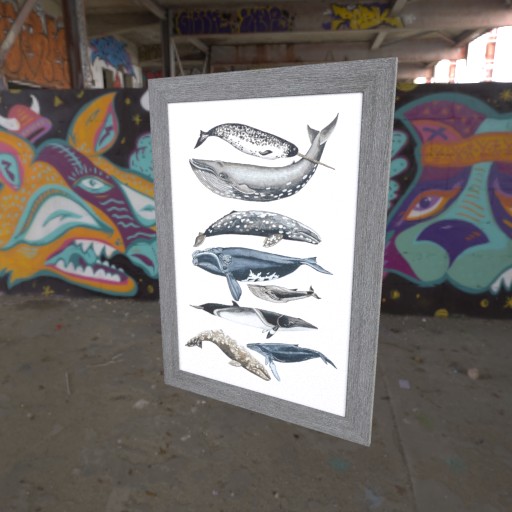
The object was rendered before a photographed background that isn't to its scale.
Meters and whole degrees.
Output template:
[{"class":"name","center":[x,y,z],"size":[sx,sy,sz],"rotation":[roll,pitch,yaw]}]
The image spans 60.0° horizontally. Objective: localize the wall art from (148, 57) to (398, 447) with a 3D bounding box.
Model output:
[{"class":"wall art","center":[0.000,0.000,1.368],"size":[0.768,1.070,0.020],"rotation":[7,16,27]}]
